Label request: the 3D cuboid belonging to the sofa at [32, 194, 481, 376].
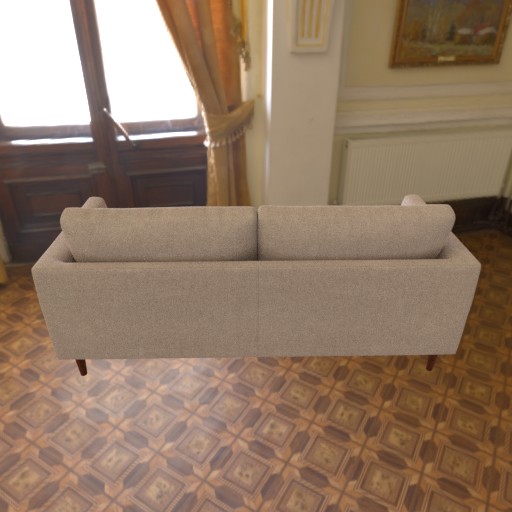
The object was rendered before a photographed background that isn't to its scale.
[{"bbox_3d":[0.000,0.000,2.428,1.948,0.868,1.020,-1,29,-1],"label":"sofa"}]
